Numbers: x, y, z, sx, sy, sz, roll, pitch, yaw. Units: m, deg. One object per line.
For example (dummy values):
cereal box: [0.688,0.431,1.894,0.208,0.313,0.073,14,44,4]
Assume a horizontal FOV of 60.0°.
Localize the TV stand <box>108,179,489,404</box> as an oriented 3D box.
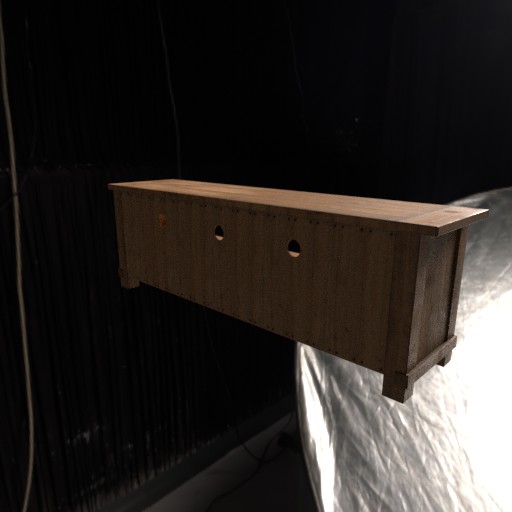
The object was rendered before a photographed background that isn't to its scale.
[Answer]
TV stand: [0.000,0.000,2.040,1.804,0.573,0.453,13,20,42]
